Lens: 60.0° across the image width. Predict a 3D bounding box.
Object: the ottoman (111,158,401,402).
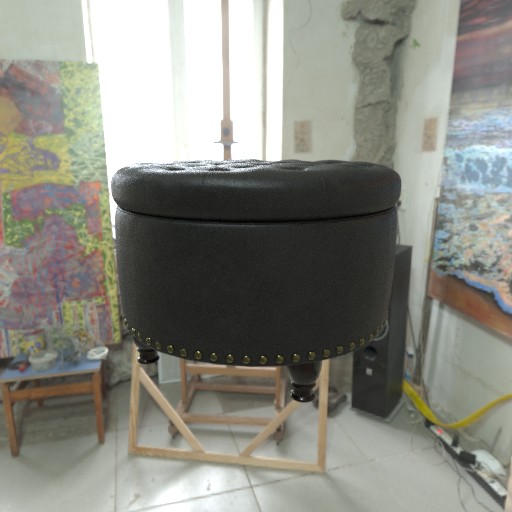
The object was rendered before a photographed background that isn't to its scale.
[{"bbox_3d":[0.000,0.000,1.060,0.637,0.442,0.637,0,14,0],"label":"ottoman"}]
